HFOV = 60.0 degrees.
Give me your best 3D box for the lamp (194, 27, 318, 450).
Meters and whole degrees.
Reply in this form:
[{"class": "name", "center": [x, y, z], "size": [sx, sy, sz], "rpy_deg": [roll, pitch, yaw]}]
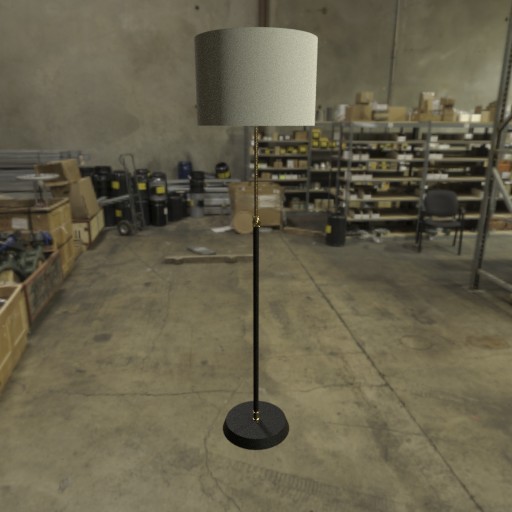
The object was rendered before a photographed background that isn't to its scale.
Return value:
[{"class": "lamp", "center": [0.000, 0.000, 1.672], "size": [0.404, 1.517, 0.404], "rpy_deg": [-2, 17, -7]}]
